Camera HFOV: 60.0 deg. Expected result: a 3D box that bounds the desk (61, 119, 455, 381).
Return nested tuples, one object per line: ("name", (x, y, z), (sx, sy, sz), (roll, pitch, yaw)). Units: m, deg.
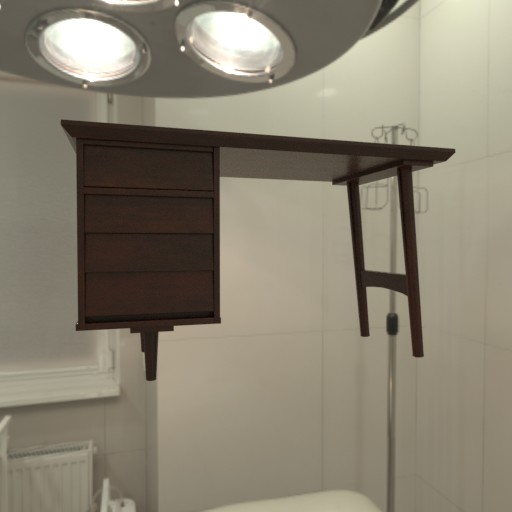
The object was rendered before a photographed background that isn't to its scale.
("desk", (0.000, 0.000, 1.674), (1.277, 0.758, 0.612), (0, 2, -17))
